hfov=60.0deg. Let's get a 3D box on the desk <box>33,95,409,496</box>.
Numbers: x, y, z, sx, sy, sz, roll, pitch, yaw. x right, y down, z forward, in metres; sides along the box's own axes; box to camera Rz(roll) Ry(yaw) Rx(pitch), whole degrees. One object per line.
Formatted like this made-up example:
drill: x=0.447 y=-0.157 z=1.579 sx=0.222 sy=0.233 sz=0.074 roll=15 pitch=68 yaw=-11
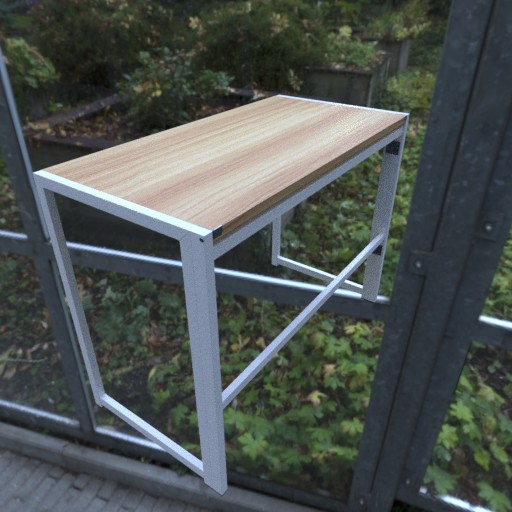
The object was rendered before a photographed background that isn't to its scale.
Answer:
desk: x=0.000 y=0.000 z=1.414 sx=0.508 sy=0.762 sz=1.016 roll=20 pitch=37 yaw=30
